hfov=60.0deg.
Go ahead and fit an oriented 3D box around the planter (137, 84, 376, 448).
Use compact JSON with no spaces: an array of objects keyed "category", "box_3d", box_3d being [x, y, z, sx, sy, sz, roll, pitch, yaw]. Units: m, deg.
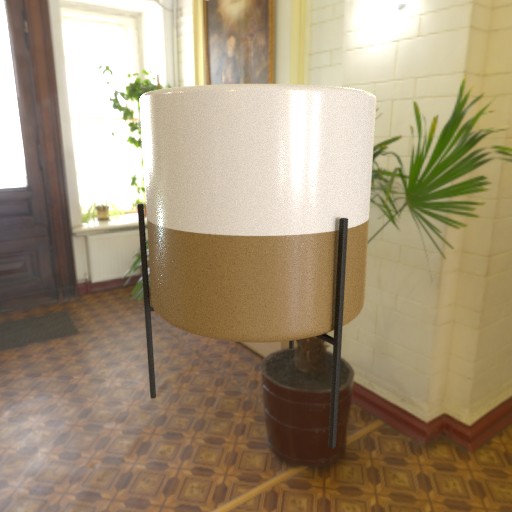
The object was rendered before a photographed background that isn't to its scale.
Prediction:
[{"category":"planter","box_3d":[0.000,0.000,0.638,0.310,0.432,0.310,2,15,8]}]
